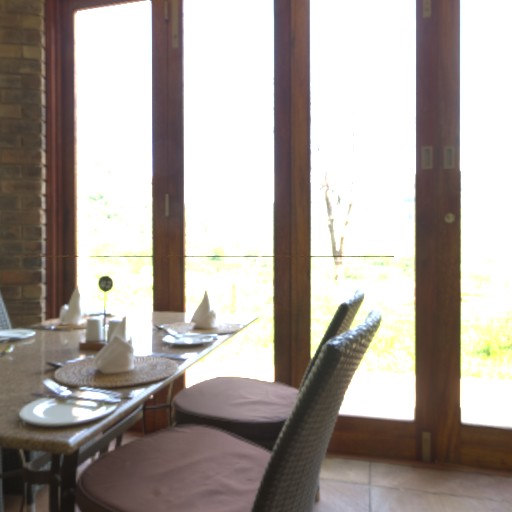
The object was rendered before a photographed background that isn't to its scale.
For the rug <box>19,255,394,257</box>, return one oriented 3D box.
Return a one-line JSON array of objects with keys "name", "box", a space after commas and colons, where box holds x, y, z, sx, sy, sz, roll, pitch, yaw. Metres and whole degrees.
[{"name": "rug", "box": [0.000, 0.000, 4.089, 2.436, 0.011, 3.045, 0, 0, 17]}]
